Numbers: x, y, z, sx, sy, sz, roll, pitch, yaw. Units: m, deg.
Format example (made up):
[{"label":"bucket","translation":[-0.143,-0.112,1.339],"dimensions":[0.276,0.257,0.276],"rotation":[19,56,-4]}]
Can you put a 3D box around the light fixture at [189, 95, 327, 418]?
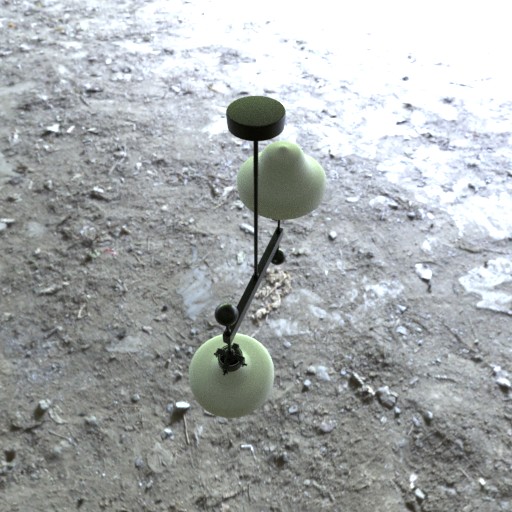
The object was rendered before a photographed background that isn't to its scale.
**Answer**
[{"label":"light fixture","translation":[0.000,0.000,1.033],"dimensions":[0.422,0.743,0.489],"rotation":[-12,49,-11]}]
